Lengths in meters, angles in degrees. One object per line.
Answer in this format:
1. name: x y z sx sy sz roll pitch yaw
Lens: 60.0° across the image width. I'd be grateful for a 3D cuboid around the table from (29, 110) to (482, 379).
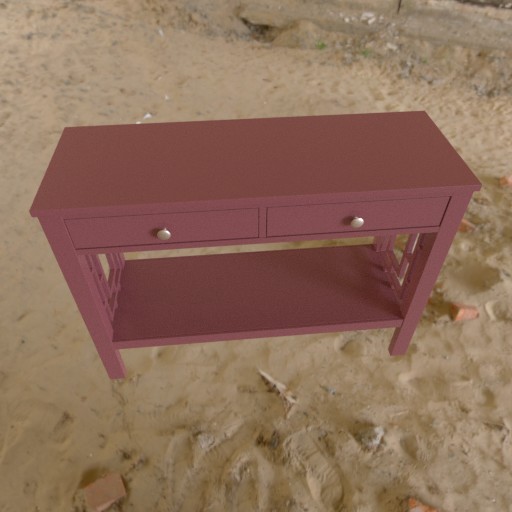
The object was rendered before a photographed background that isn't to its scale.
1. table: 0.000 0.000 1.434 1.068 0.753 0.397 -4 45 -4
